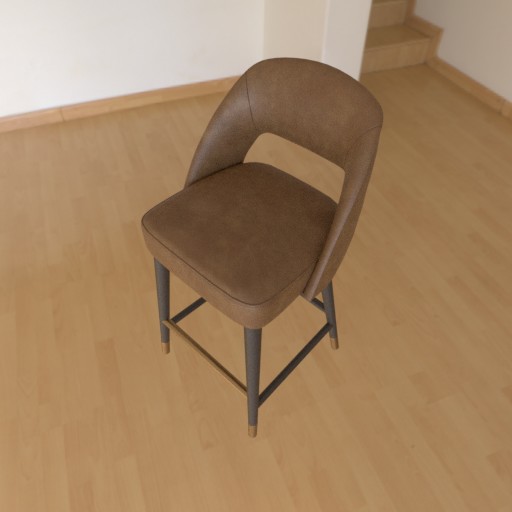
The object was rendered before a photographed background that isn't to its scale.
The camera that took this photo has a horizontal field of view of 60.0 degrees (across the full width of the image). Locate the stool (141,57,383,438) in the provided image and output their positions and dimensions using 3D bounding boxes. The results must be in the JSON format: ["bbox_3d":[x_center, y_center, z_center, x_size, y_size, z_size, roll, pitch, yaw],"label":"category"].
[{"bbox_3d":[0.000,0.000,1.265,0.494,0.940,0.509,35,56,28],"label":"stool"}]
